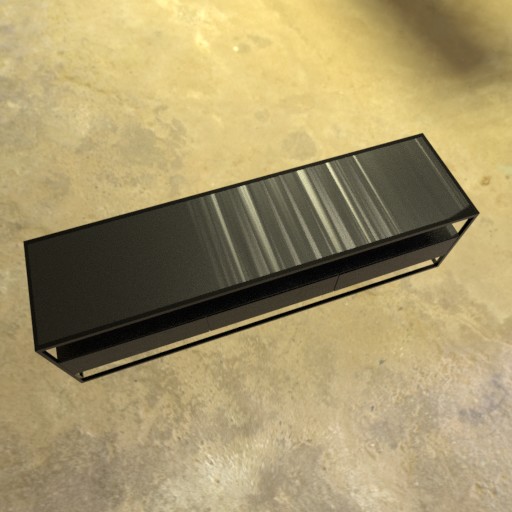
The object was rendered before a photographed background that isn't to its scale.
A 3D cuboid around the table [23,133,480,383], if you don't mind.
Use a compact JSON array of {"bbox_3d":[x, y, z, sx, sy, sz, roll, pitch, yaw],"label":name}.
[{"bbox_3d":[0.000,0.000,1.660,1.486,0.395,0.399,-17,62,-9],"label":"table"}]
